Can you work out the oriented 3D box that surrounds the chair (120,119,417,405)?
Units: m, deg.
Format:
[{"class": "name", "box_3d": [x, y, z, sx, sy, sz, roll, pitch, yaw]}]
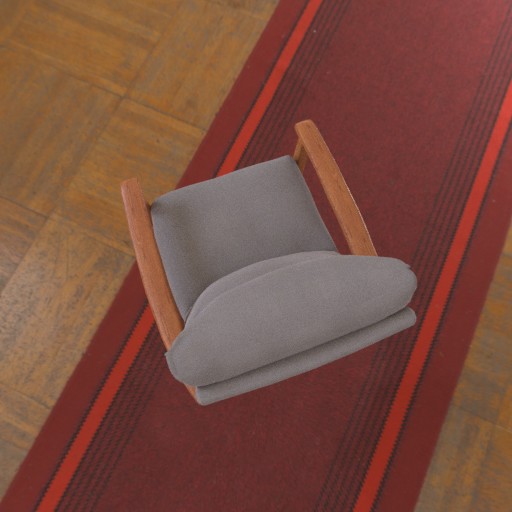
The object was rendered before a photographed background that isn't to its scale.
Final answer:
[{"class": "chair", "box_3d": [0.000, 0.000, 1.542, 0.782, 0.922, 0.816, -20, 76, -5]}]
